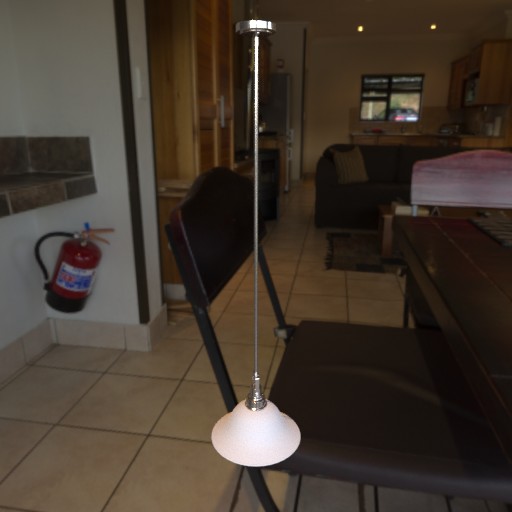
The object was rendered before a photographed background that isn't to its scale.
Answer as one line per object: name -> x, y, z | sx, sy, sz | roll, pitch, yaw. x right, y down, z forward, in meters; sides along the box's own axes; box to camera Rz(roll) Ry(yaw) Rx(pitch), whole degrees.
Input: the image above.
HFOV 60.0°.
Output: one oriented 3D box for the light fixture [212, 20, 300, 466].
light fixture -> 0.000, 0.000, 1.434 | 0.324, 1.354, 0.324 | -2, 16, -9
